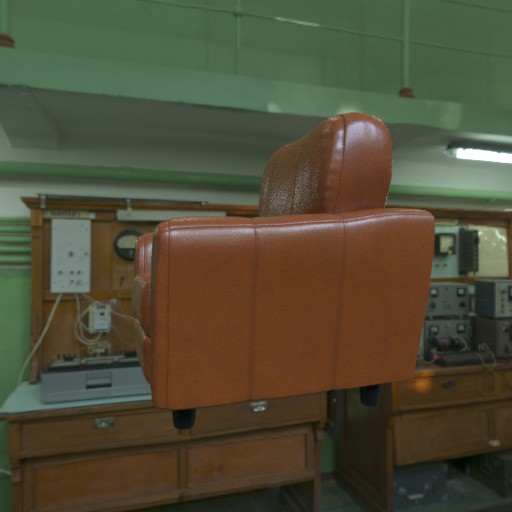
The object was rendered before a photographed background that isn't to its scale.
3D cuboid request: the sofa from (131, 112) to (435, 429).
[{"bbox_3d":[0.000,0.000,1.493,0.789,0.876,0.836,0,0,-19],"label":"sofa"}]
